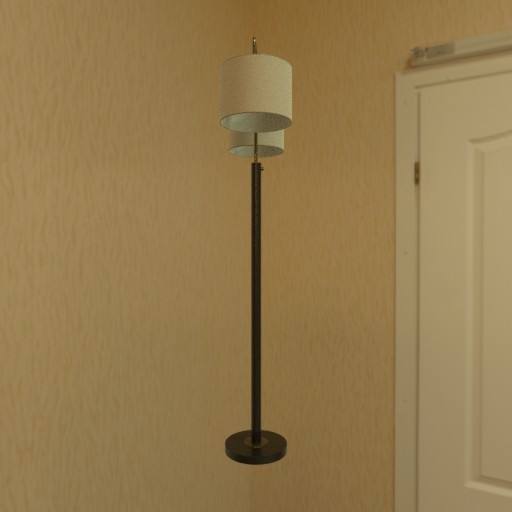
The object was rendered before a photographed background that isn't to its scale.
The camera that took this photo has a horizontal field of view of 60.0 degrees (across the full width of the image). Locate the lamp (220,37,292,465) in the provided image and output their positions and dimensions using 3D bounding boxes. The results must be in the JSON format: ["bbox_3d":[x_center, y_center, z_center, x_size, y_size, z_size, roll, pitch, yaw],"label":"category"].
[{"bbox_3d":[0.000,0.000,1.802,0.254,1.587,0.711,0,1,0],"label":"lamp"}]
